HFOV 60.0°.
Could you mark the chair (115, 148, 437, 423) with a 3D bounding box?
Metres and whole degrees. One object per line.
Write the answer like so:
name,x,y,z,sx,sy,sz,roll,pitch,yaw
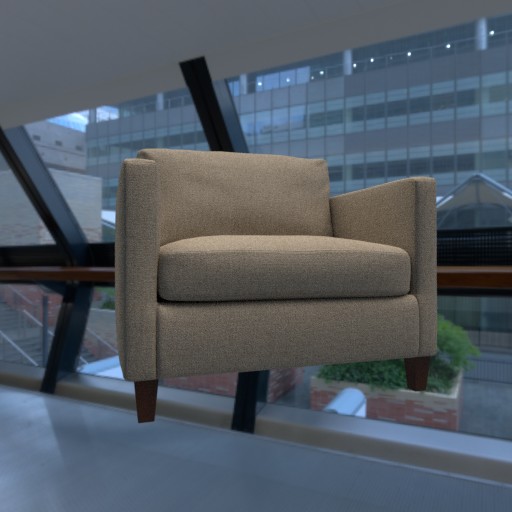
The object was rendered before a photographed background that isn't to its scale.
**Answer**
chair,0.000,0.000,1.831,1.107,0.961,0.959,0,0,-18
